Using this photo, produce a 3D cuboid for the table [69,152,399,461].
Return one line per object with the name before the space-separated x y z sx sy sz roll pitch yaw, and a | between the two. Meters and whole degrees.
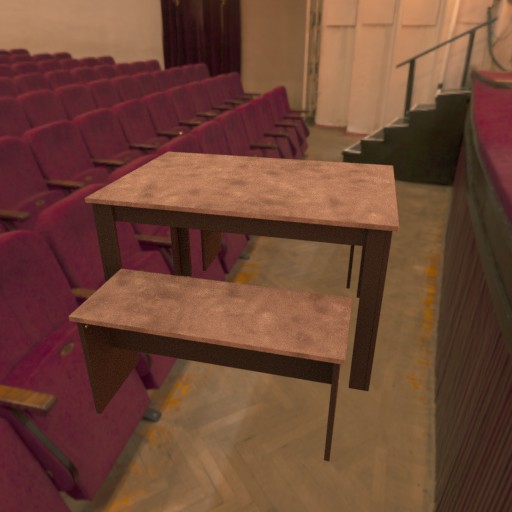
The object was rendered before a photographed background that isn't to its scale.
table | 0.000 0.000 1.971 1.100 0.700 1.443 6 27 12
